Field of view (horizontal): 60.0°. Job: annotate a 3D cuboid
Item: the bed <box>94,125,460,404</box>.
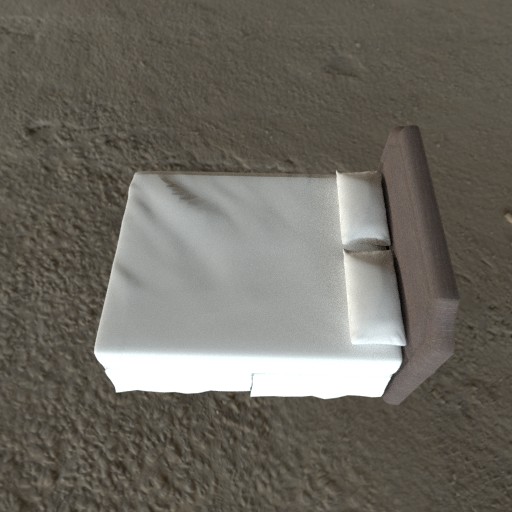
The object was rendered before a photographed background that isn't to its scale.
[{"bbox_3d":[0.000,0.000,3.107,2.116,1.290,1.693,1,58,1],"label":"bed"}]
